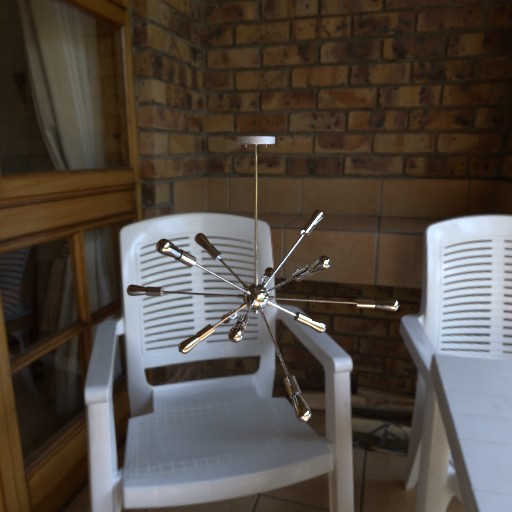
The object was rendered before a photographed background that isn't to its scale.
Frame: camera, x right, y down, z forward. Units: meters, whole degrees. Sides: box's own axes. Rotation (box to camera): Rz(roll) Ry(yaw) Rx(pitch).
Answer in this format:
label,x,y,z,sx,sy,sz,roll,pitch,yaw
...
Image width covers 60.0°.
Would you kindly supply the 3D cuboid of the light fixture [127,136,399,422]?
label,x,y,z,sx,sy,sz,roll,pitch,yaw
light fixture,0.000,0.000,1.076,0.684,0.558,0.509,2,14,10
